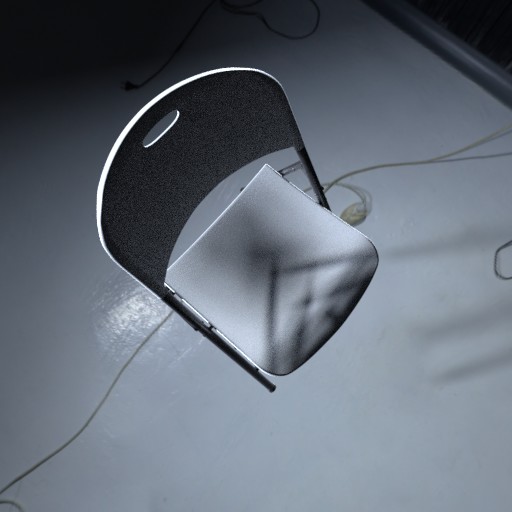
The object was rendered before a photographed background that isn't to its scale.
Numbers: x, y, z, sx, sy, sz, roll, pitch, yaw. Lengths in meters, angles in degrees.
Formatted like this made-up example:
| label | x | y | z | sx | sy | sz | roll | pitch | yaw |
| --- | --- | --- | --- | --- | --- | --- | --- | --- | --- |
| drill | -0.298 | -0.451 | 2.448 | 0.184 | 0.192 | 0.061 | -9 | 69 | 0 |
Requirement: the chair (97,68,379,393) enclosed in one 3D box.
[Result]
| label | x | y | z | sx | sy | sz | roll | pitch | yaw |
| --- | --- | --- | --- | --- | --- | --- | --- | --- | --- |
| chair | 0.000 | 0.000 | 1.169 | 0.566 | 0.810 | 0.494 | 40 | 79 | 9 |
